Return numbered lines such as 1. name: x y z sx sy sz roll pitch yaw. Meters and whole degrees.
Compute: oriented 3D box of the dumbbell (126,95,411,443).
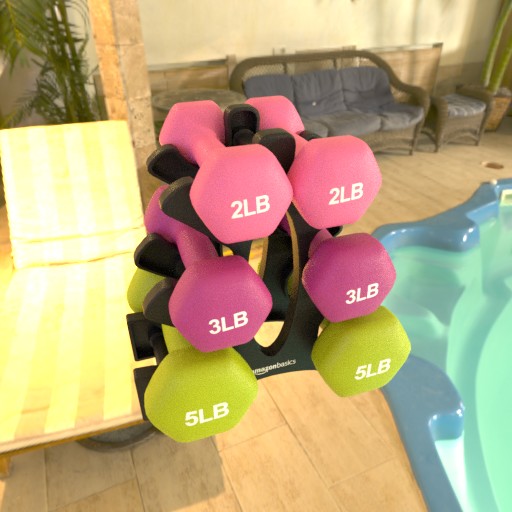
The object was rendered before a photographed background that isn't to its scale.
1. dumbbell: 0.000 0.000 0.422 0.257 0.261 0.203 -10 33 -16
